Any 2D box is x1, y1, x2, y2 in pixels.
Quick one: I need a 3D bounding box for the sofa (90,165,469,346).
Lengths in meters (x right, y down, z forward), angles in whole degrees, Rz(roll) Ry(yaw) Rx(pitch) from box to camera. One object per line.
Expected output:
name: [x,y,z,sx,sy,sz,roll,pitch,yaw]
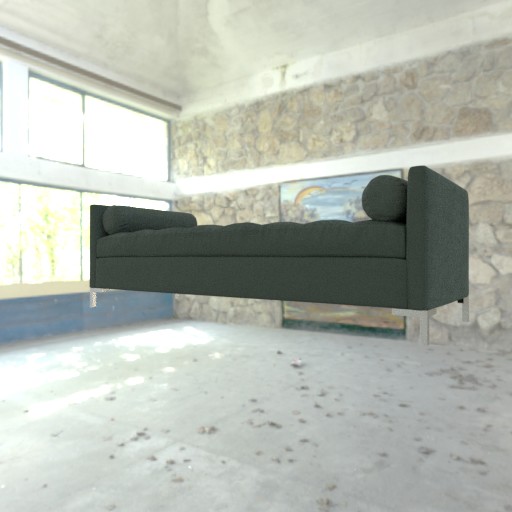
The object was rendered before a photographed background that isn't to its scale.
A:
sofa: [0.000,0.000,2.514,2.102,0.657,0.797,0,0,36]
